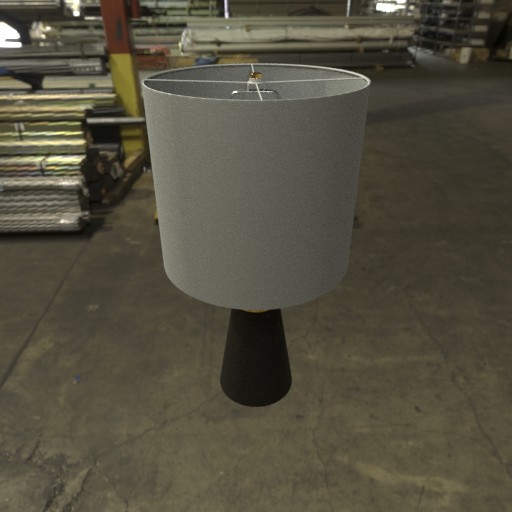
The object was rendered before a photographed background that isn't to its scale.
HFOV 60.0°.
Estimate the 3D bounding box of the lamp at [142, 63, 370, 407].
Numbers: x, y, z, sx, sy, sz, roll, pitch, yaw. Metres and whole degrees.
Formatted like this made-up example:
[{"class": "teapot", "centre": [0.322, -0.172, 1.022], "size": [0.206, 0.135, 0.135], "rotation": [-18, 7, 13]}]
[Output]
[{"class": "lamp", "centre": [0.000, 0.000, 0.754], "size": [0.308, 0.580, 0.308], "rotation": [-1, 30, -2]}]
